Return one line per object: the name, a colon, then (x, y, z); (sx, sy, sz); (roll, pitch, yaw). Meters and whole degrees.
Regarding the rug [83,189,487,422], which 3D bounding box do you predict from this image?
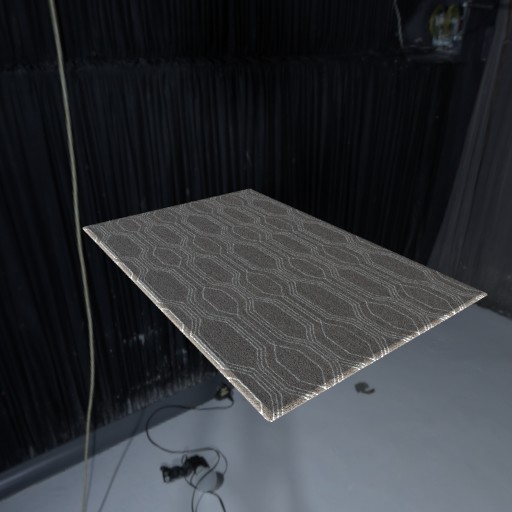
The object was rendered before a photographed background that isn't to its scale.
rug: (0.000, 0.000, 2.325); (1.239, 0.012, 1.836); (-18, 32, -32)
